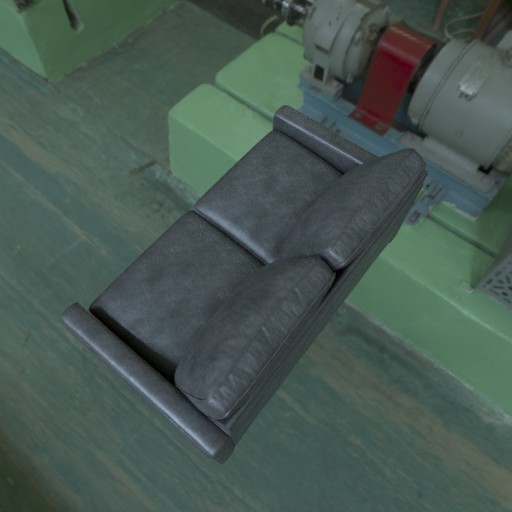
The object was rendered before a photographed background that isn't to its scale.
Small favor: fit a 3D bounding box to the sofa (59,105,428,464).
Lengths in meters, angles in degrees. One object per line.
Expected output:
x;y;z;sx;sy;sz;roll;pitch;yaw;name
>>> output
0.000;0.000;2.269;0.939;0.916;1.732;35;67;17;sofa
